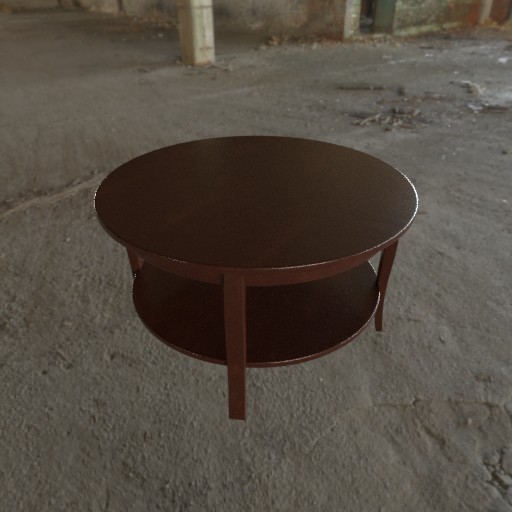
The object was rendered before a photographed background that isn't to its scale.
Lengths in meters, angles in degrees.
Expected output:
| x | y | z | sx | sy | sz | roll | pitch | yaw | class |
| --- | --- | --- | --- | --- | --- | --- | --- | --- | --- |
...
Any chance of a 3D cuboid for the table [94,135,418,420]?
| x | y | z | sx | sy | sz | roll | pitch | yaw | class |
| --- | --- | --- | --- | --- | --- | --- | --- | --- | --- |
| 0.000 | 0.000 | 1.436 | 0.911 | 0.512 | 0.911 | 0 | 32 | 0 | table |
